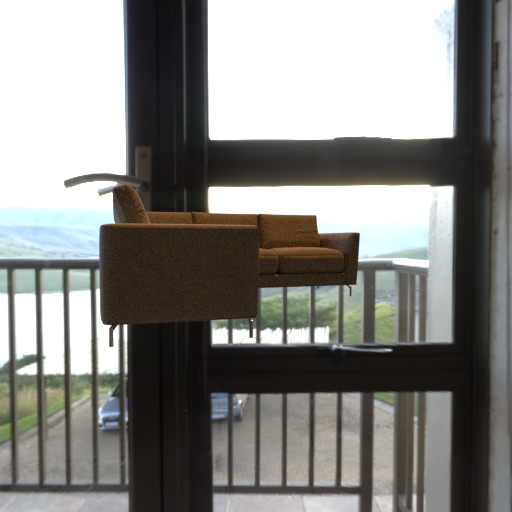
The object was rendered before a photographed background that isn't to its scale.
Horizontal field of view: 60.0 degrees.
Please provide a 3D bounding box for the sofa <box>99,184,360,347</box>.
[{"bbox_3d":[0.000,0.000,3.743,2.438,0.864,2.438,-1,2,-18],"label":"sofa"}]
